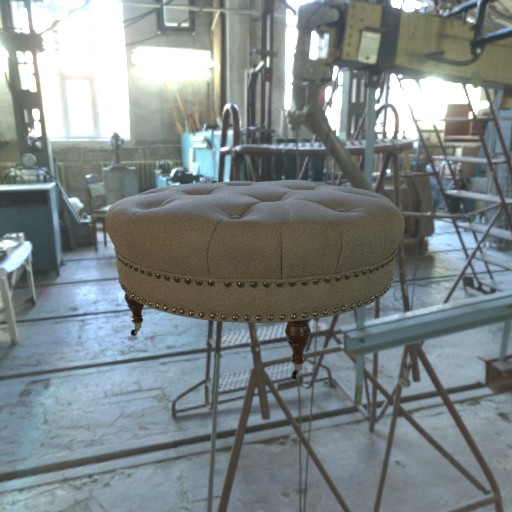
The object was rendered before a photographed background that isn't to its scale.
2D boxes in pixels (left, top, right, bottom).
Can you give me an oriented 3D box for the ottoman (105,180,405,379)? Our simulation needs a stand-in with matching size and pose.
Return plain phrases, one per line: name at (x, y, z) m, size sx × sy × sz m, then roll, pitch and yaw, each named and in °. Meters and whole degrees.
ottoman at (0.000, 0.000, 1.420) m, size 0.901 × 0.439 × 0.901 m, roll 0°, pitch 15°, yaw 0°
